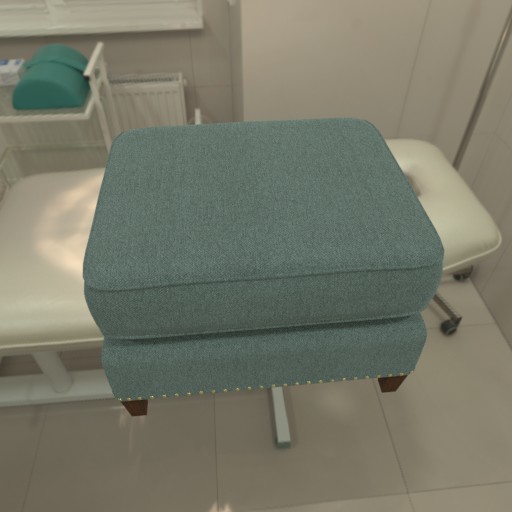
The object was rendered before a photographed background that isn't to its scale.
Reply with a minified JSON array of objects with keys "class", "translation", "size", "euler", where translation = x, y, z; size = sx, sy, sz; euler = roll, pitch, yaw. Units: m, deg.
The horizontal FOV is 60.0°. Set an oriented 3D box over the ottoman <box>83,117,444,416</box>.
[{"class":"ottoman","translation":[0.000,0.000,1.153],"size":[0.738,0.537,0.589],"euler":[-4,46,-4]}]
